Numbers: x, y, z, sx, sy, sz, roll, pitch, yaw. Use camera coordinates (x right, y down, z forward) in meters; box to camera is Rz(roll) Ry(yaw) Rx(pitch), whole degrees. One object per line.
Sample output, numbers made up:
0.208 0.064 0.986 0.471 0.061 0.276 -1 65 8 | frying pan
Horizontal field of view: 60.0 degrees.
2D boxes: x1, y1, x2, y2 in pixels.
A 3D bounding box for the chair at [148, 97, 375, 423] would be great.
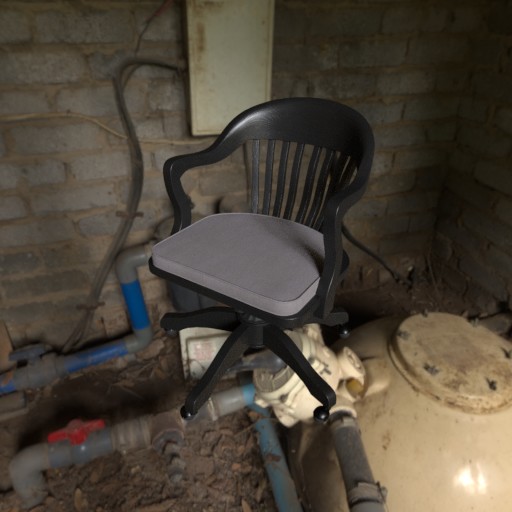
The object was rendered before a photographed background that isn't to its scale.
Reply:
0.000 0.000 1.475 0.750 0.878 0.788 19 36 28 | chair
